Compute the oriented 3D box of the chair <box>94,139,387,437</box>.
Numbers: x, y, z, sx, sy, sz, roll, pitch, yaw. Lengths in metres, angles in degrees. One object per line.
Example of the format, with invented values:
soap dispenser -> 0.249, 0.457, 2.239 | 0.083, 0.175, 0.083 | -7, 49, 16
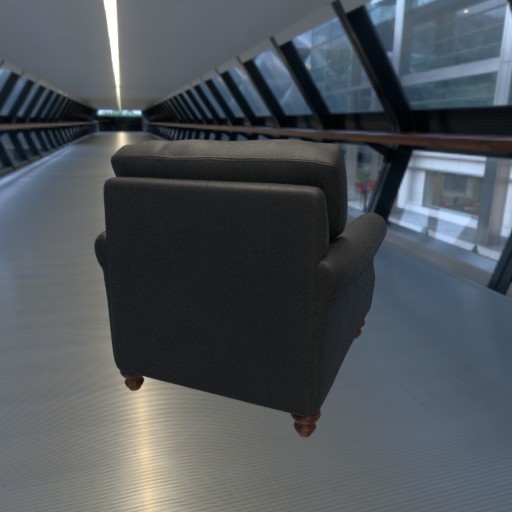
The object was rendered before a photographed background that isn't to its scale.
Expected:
chair -> 0.000, 0.000, 1.864 | 1.015, 0.960, 1.027 | 8, 18, 27
